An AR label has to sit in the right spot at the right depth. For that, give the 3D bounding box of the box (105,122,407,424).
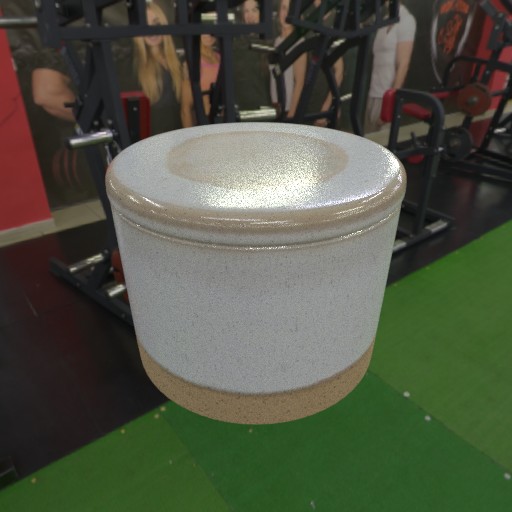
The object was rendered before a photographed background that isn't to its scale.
[{"bbox_3d":[0.000,0.000,0.263,0.154,0.123,0.154,0,30,0],"label":"box"}]
